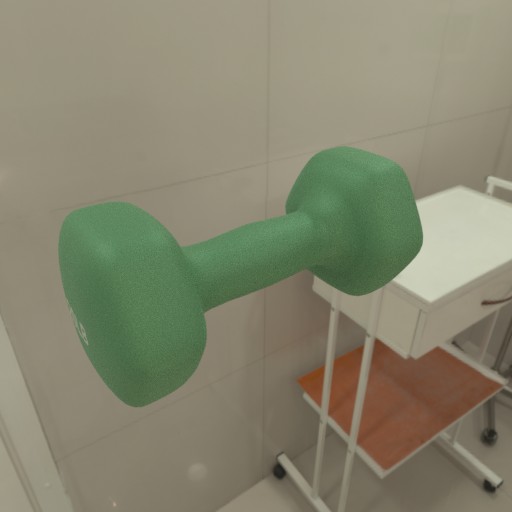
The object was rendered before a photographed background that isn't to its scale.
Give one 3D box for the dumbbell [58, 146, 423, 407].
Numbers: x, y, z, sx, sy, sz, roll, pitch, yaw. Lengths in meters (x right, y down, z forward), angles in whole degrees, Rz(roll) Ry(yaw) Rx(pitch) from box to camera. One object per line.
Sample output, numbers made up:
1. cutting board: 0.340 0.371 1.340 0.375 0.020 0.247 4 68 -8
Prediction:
1. dumbbell: 0.000 0.000 0.326 0.260 0.117 0.129 -20 35 -30
